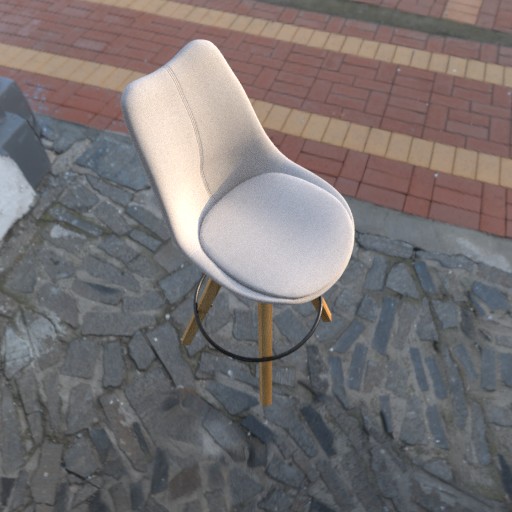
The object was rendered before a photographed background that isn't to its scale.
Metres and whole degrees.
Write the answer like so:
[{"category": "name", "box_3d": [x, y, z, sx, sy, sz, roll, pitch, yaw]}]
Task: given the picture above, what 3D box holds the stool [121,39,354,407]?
[{"category": "stool", "box_3d": [0.000, 0.000, 1.380, 0.550, 1.115, 0.484, 33, 63, 19]}]
